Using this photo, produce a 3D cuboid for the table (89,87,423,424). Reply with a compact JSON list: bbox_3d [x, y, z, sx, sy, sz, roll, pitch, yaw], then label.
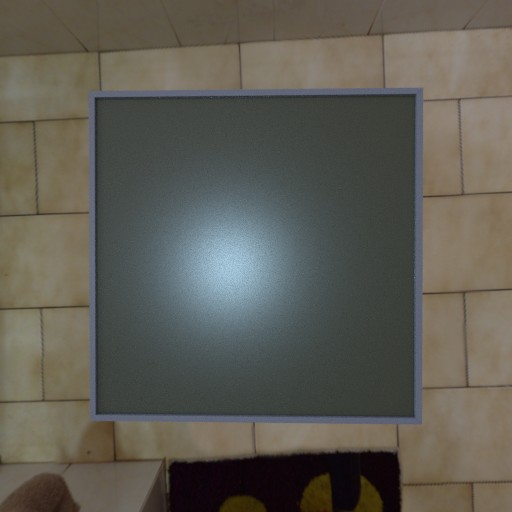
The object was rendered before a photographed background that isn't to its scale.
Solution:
[{"bbox_3d":[0.000,0.000,1.214,0.801,0.299,0.801,0,90,2],"label":"table"}]
